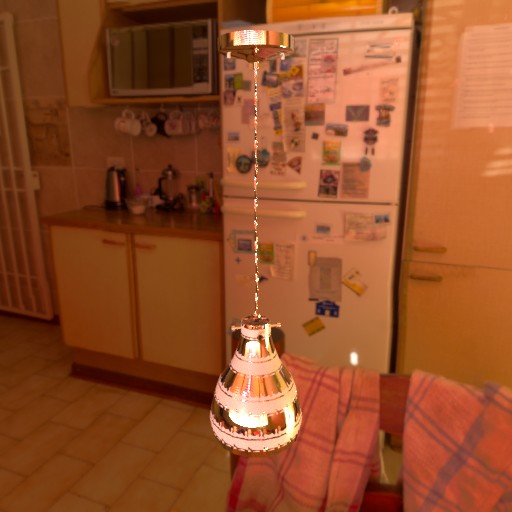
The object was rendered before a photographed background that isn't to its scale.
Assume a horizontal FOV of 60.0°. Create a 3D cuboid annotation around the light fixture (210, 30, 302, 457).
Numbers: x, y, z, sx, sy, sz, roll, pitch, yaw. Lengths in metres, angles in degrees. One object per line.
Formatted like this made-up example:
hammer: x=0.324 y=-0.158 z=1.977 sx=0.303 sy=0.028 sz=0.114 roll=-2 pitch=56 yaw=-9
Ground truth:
light fixture: x=0.000 y=0.000 z=1.629 sx=0.374 sy=1.457 sz=0.374 roll=-2 pitch=15 yaw=-9
